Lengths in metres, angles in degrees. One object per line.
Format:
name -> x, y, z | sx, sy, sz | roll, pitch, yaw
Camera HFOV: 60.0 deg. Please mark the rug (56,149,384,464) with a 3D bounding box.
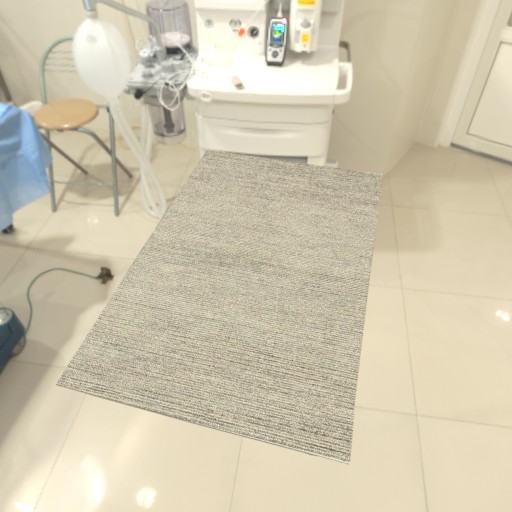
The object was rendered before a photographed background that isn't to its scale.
rug -> 0.000, 0.000, 2.254 | 1.162, 0.022, 1.804 | 11, 46, 11
